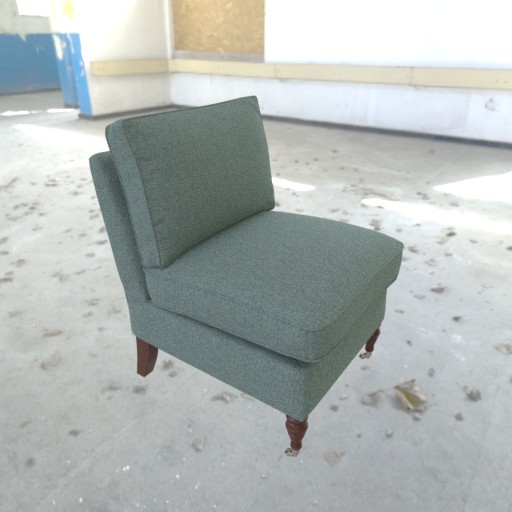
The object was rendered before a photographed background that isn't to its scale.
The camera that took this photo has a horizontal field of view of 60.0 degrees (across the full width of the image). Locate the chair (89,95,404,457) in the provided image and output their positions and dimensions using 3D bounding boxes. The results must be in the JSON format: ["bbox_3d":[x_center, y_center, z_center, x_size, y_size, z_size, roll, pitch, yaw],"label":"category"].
[{"bbox_3d":[0.000,0.000,1.435,0.796,0.901,0.624,18,32,31],"label":"chair"}]
